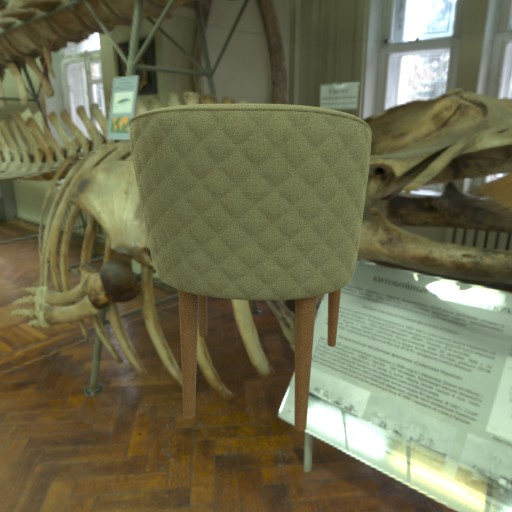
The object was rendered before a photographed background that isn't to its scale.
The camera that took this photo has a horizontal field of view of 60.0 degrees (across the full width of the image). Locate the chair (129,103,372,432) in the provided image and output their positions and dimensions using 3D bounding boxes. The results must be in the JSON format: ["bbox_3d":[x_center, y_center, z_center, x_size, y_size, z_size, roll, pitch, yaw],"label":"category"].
[{"bbox_3d":[0.000,0.000,1.225,0.584,0.775,0.616,3,17,9],"label":"chair"}]
